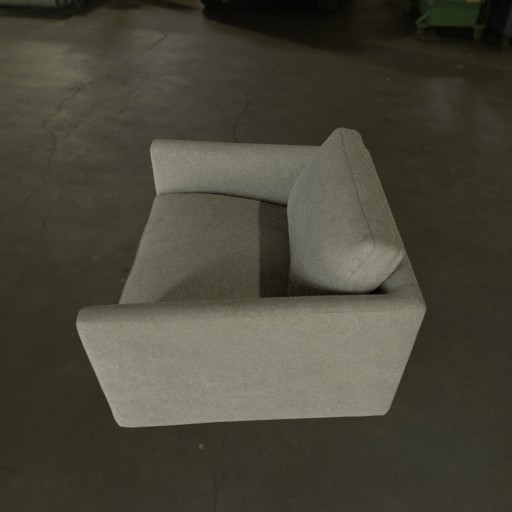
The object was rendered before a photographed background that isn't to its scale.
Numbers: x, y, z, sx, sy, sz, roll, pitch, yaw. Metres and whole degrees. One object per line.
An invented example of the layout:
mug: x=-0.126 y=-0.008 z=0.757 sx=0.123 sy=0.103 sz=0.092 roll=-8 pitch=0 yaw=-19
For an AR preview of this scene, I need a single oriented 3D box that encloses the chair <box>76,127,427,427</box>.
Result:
chair: x=0.000 y=0.000 z=1.890 sx=1.091 sy=0.845 sz=1.190 roll=1 pitch=41 yaw=1
